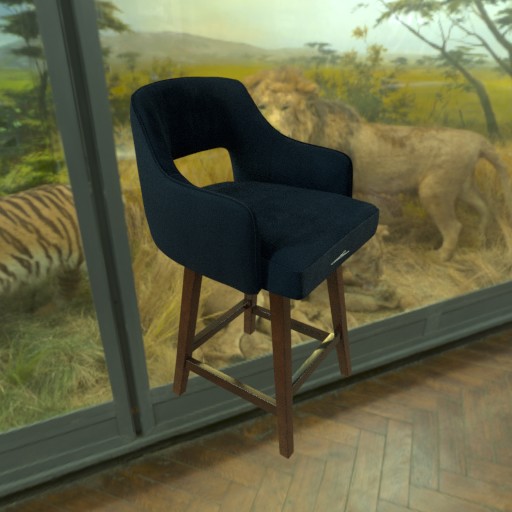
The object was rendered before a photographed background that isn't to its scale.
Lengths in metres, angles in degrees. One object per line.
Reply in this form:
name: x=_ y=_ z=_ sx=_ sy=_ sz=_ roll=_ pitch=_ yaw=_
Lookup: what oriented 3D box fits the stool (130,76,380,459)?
stool: x=0.000 y=0.000 z=1.293 sx=0.560 sy=0.940 sz=0.550 roll=18 pitch=32 yaw=31
